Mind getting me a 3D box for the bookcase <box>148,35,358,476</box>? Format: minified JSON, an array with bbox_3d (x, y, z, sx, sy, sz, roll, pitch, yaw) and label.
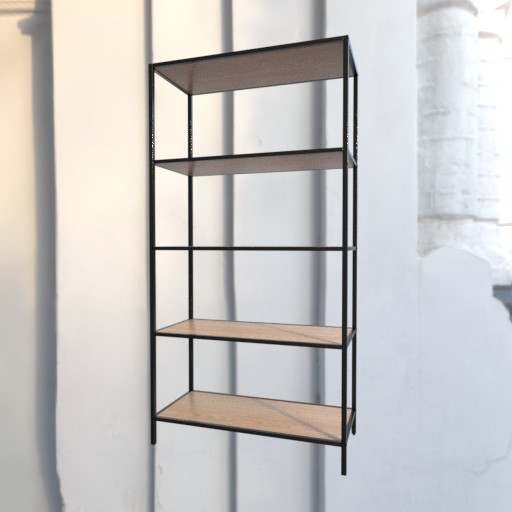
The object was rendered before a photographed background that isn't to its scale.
[{"bbox_3d":[0.000,0.000,1.792,0.770,1.500,0.350,0,2,18],"label":"bookcase"}]
